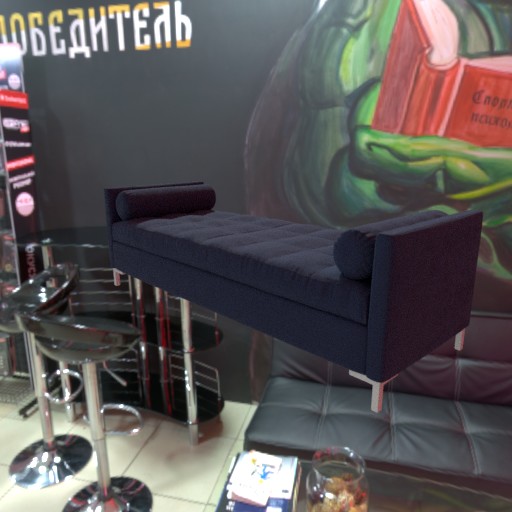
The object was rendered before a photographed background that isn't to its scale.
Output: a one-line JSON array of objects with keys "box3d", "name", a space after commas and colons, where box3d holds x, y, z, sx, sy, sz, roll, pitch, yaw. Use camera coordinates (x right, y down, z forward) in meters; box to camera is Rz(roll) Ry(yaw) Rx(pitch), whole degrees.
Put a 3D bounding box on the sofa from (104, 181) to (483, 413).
[{"box3d": [0.000, 0.000, 2.474, 0.797, 0.657, 2.102, -13, 20, -42], "name": "sofa"}]
